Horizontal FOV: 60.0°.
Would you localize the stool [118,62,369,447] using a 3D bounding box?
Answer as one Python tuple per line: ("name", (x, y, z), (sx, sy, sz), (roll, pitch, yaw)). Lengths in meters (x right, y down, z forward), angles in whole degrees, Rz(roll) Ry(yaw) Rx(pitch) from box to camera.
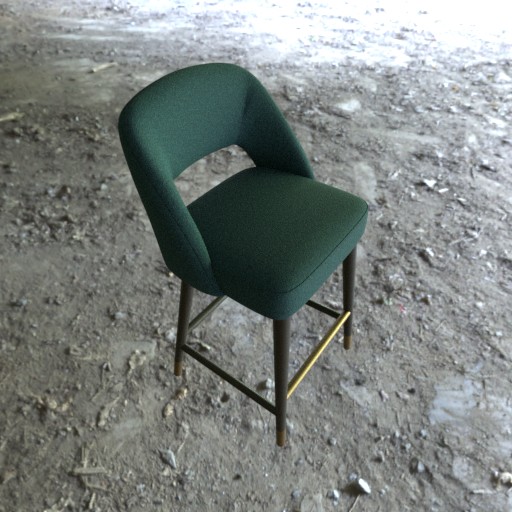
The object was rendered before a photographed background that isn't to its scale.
("stool", (0.000, 0.000, 1.273), (0.522, 0.939, 0.536), (25, 47, 26))
